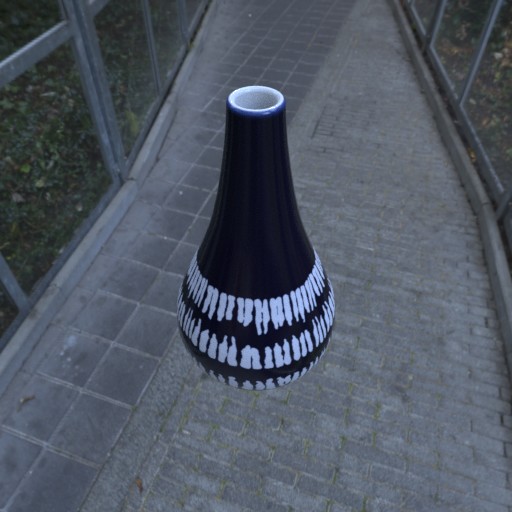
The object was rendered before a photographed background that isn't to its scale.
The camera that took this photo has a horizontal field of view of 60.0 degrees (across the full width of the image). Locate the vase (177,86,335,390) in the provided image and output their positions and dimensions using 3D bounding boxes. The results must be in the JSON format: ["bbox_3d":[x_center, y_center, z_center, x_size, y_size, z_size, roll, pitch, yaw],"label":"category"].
[{"bbox_3d":[0.000,0.000,0.395,0.159,0.295,0.159,0,45,0],"label":"vase"}]
